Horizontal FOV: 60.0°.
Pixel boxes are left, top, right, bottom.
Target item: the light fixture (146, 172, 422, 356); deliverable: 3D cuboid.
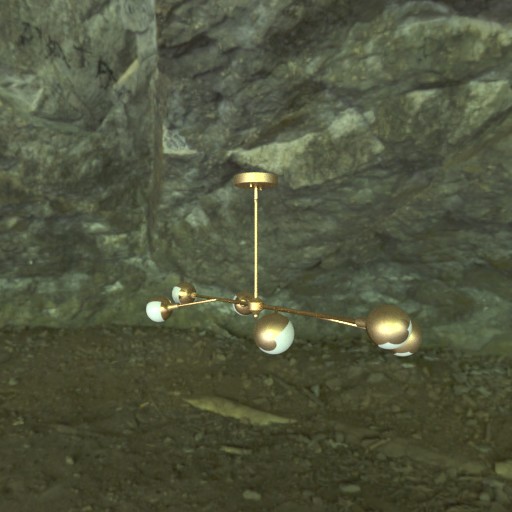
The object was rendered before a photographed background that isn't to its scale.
[{"bbox_3d":[0.000,0.000,1.010,0.434,0.362,0.778,0,0,-19],"label":"light fixture"}]
